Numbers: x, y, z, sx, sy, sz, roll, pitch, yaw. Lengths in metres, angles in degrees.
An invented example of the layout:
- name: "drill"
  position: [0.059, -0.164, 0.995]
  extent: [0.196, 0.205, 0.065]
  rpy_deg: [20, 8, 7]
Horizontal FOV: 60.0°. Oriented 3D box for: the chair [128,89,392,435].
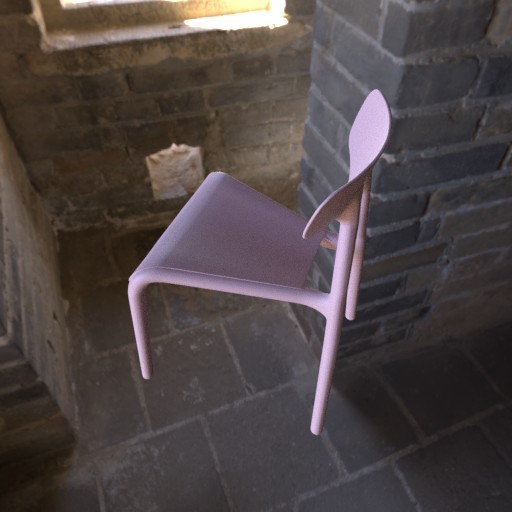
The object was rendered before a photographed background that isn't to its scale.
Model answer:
- name: "chair"
  position: [0.000, 0.000, 0.820]
  extent: [0.401, 0.580, 0.356]
  rpy_deg: [16, 49, 14]
